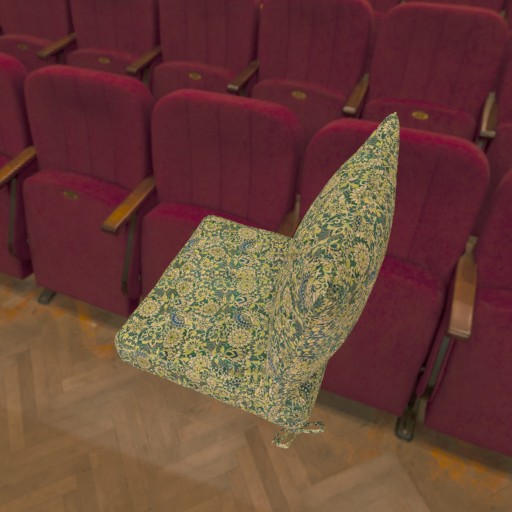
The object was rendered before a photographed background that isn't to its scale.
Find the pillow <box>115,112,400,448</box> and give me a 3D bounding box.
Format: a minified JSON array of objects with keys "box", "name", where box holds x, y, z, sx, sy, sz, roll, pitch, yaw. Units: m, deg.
[{"box":[0.000,0.000,1.379,0.740,0.722,0.798,17,48,15],"name":"pillow"}]
